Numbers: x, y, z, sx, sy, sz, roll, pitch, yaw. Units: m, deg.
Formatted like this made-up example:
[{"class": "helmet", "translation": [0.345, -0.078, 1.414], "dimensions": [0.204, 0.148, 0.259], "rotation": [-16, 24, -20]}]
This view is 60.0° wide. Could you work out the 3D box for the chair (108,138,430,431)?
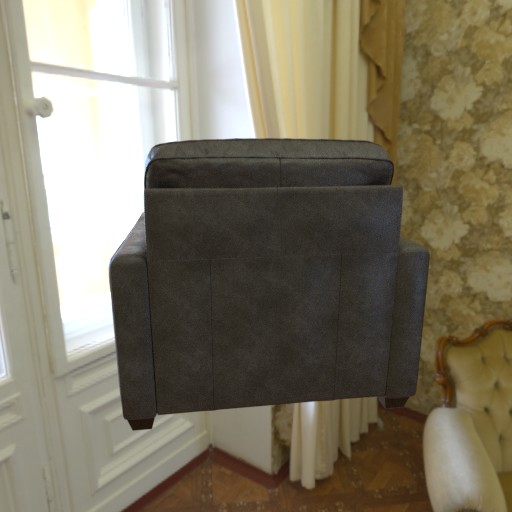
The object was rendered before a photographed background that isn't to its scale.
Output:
[{"class": "chair", "translation": [0.000, 0.000, 1.793], "dimensions": [1.006, 0.916, 0.939], "rotation": [-2, 15, -8]}]
